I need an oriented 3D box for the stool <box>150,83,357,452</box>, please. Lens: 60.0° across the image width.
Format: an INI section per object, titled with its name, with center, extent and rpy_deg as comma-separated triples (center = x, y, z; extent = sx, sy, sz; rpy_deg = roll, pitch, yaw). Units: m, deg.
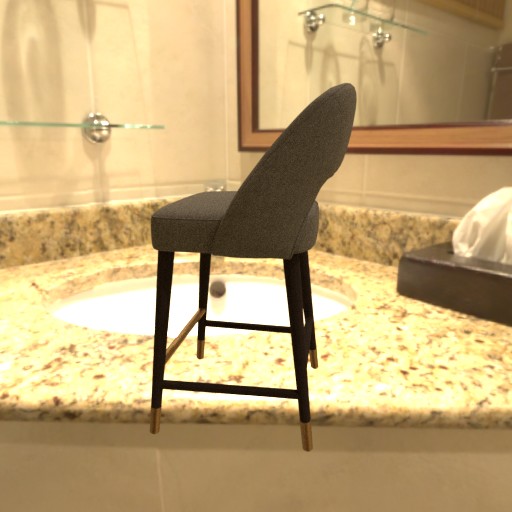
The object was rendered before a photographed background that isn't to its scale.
[stool]
center = 0.000, 0.000, 1.289
extent = 0.524, 0.925, 0.536
rpy_deg = 2, 15, 9
